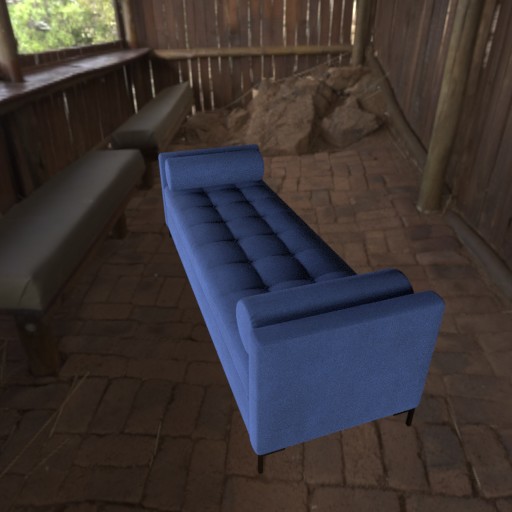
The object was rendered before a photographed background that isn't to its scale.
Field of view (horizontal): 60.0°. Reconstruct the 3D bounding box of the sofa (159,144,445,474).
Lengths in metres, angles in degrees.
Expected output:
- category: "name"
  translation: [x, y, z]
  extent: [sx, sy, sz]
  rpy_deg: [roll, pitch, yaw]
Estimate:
- category: "sofa"
  translation: [0.000, 0.000, 2.348]
  extent: [0.686, 0.635, 1.981]
  rpy_deg: [-10, 32, -16]
